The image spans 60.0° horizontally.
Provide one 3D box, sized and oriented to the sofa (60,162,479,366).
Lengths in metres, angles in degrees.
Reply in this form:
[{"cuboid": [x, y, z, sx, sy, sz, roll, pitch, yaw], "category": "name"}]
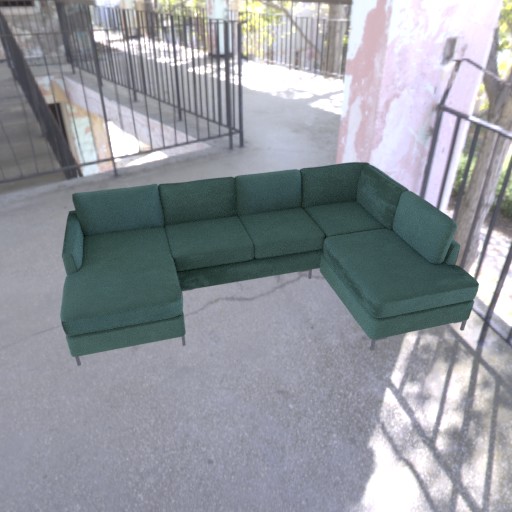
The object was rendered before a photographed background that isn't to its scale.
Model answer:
[{"cuboid": [0.000, 0.000, 4.211, 3.434, 0.992, 2.055, -9, 33, -14], "category": "sofa"}]
